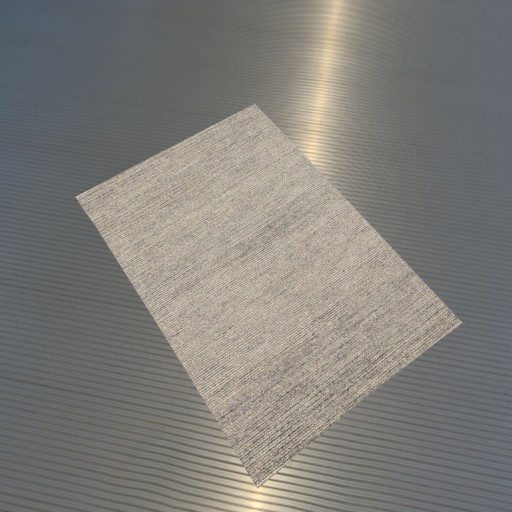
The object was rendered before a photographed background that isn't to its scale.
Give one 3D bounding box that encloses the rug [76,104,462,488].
[{"bbox_3d":[0.000,0.000,3.017,1.604,0.030,2.307,-32,68,-15],"label":"rug"}]
